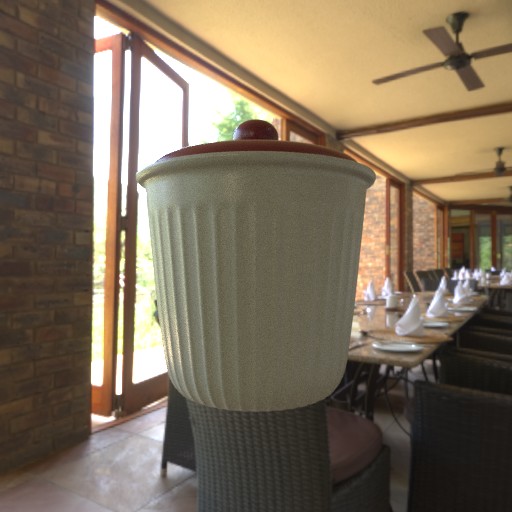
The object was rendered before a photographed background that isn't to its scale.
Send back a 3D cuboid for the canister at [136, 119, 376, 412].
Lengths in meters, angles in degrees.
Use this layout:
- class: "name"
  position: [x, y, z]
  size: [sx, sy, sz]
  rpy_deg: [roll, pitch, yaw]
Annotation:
- class: "canister"
  position: [0.000, 0.000, 0.345]
  size: [0.181, 0.211, 0.181]
  rpy_deg: [0, -1, 0]
